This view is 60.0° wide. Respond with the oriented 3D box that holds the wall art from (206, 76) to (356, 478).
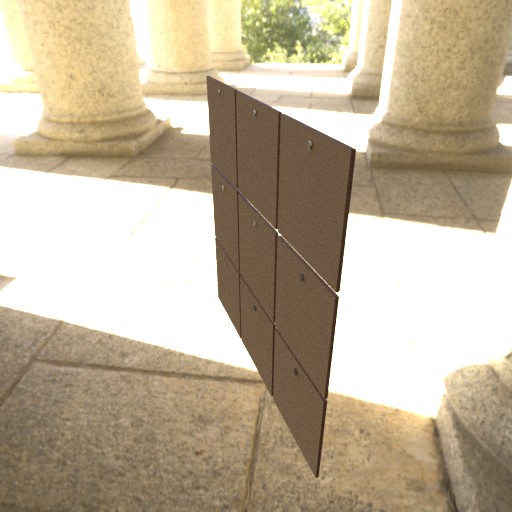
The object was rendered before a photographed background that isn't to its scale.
[{"bbox_3d":[0.000,0.000,1.808,0.019,1.218,1.221,-11,32,-18],"label":"wall art"}]
